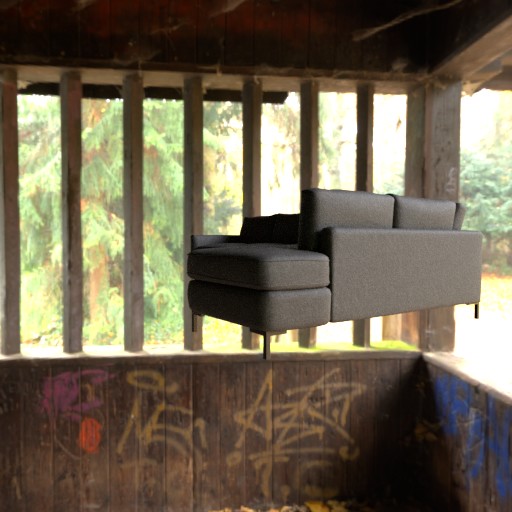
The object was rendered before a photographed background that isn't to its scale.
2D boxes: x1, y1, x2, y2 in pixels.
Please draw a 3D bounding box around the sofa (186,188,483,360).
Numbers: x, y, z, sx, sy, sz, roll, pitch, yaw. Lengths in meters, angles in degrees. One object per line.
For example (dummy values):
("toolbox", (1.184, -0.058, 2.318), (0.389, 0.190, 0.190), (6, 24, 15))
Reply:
("sofa", (0.000, 0.000, 3.790), (1.984, 0.858, 2.972), (-1, 2, -34))
